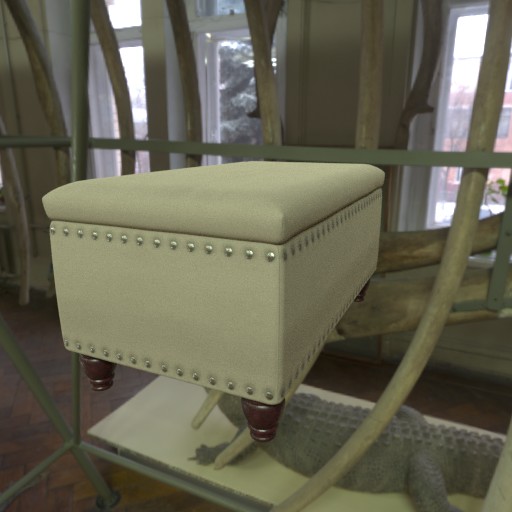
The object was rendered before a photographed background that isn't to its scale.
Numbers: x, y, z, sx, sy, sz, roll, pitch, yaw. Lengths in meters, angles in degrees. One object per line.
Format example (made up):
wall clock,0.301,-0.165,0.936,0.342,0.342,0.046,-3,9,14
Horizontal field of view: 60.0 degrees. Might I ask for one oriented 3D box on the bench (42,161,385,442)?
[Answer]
bench,0.000,0.000,1.181,0.500,0.449,0.887,7,17,24
